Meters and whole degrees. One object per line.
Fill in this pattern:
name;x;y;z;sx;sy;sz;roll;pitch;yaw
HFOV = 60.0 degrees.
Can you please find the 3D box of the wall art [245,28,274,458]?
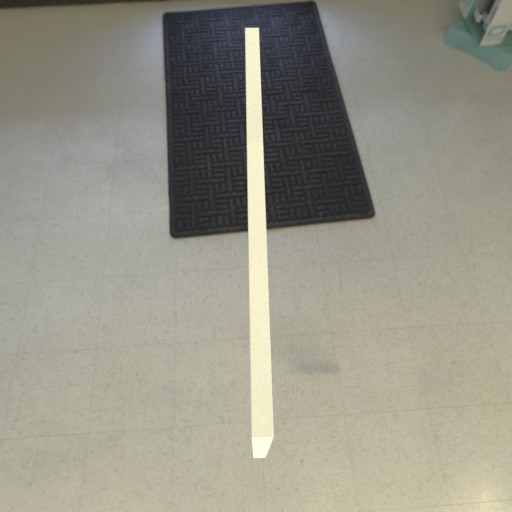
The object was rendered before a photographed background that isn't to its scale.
wall art;0.000;0.000;1.124;0.033;0.617;0.906;-1;63;-1
